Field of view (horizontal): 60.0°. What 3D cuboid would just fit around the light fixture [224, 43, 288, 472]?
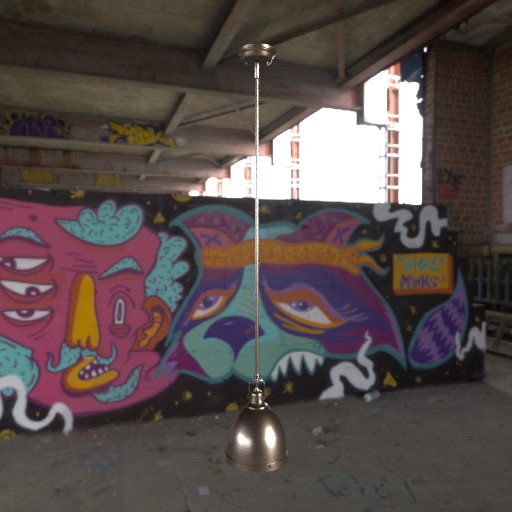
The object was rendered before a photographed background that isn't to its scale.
[{"bbox_3d":[0.000,0.000,1.498,0.217,1.367,0.211,0,1,1],"label":"light fixture"}]
